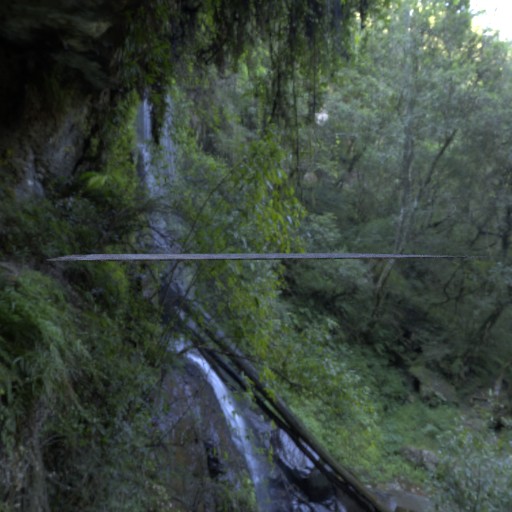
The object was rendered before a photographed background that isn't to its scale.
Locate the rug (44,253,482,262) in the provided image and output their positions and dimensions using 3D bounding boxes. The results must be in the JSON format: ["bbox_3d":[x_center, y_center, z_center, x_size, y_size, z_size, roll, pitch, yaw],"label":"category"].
[{"bbox_3d":[0.000,0.000,2.983,2.438,0.011,1.524,0,1,-18],"label":"rug"}]
